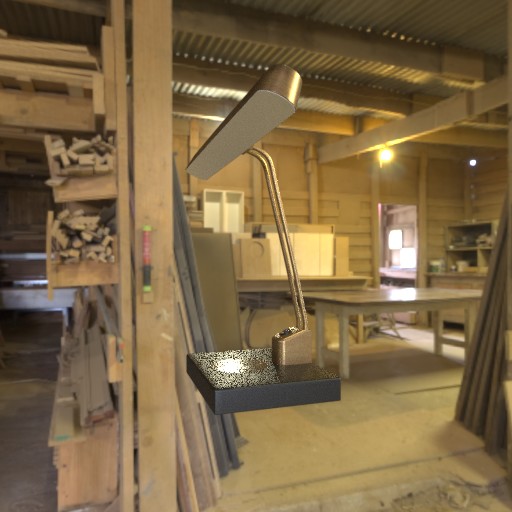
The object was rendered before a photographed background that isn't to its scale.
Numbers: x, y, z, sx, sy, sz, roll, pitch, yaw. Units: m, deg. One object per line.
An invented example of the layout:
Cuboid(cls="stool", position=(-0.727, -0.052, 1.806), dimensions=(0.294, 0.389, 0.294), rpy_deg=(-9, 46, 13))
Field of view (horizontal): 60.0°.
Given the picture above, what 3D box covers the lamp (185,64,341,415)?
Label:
Cuboid(cls="lamp", position=(0.000, 0.000, 0.592), dimensions=(0.156, 0.345, 0.412), rpy_deg=(0, 0, -18))
